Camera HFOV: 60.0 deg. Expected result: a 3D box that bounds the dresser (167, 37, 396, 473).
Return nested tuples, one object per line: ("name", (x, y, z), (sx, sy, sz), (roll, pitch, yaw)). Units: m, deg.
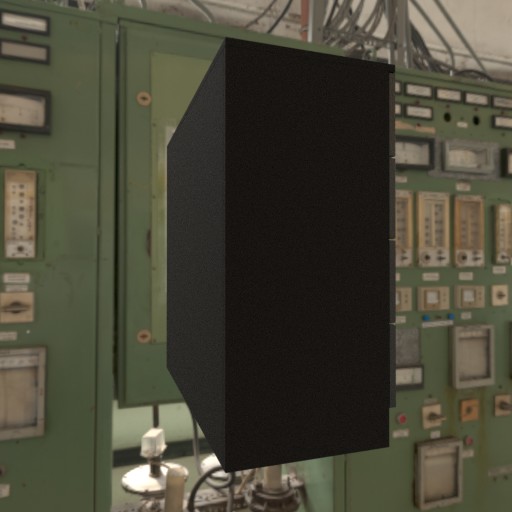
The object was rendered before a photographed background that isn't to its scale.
("dresser", (0.000, 0.000, 1.143), (0.360, 0.720, 0.750), (0, 0, -19))
